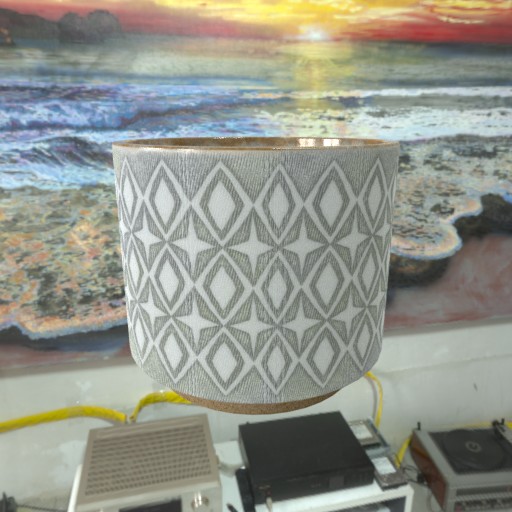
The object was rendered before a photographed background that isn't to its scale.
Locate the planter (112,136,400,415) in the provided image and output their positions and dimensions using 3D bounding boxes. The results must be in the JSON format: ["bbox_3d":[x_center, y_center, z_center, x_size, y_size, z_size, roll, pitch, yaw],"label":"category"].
[{"bbox_3d":[0.000,0.000,0.441,0.255,0.223,0.255,0,17,0],"label":"planter"}]
